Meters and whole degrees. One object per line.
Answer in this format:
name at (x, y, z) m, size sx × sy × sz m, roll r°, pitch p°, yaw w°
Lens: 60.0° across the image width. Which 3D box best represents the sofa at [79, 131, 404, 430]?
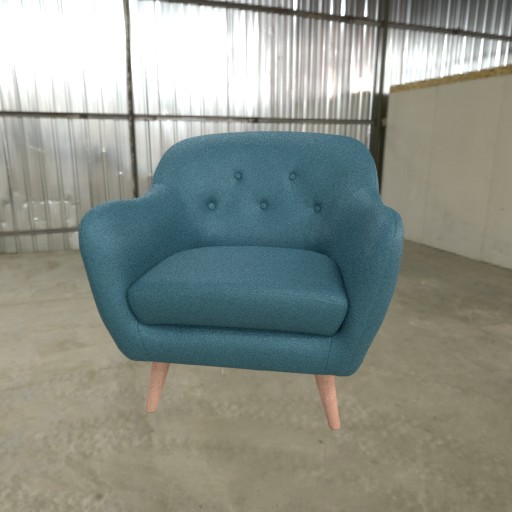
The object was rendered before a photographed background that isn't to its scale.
sofa at (0.000, 0.000, 1.492) m, size 0.836 × 0.817 × 0.825 m, roll 2°, pitch 15°, yaw 8°
